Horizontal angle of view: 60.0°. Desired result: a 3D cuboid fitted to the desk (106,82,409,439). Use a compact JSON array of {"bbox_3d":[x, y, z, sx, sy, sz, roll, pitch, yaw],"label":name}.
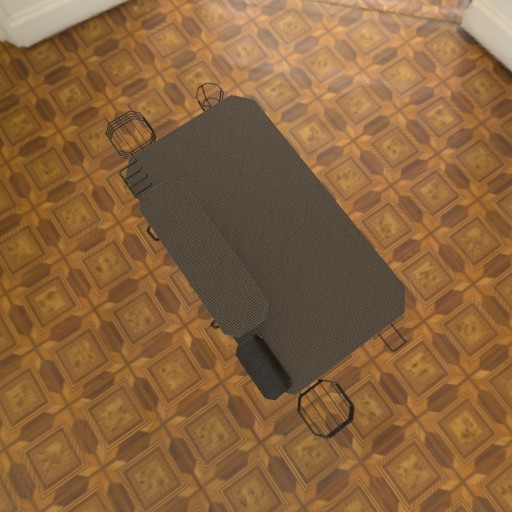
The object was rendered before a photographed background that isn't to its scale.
[{"bbox_3d":[0.000,0.000,1.747,0.580,0.880,1.290,-34,78,-9],"label":"desk"}]
